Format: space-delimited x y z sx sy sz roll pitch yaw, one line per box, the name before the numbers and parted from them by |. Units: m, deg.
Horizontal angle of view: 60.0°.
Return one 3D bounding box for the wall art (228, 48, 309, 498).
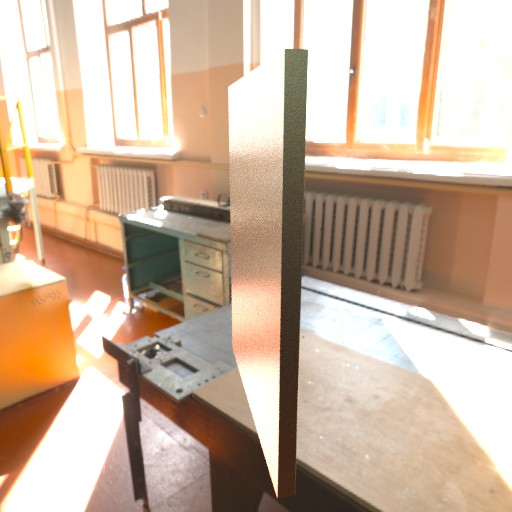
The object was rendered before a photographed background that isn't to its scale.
wall art | 0.000 0.000 0.745 0.025 0.569 0.444 -3 16 -10
